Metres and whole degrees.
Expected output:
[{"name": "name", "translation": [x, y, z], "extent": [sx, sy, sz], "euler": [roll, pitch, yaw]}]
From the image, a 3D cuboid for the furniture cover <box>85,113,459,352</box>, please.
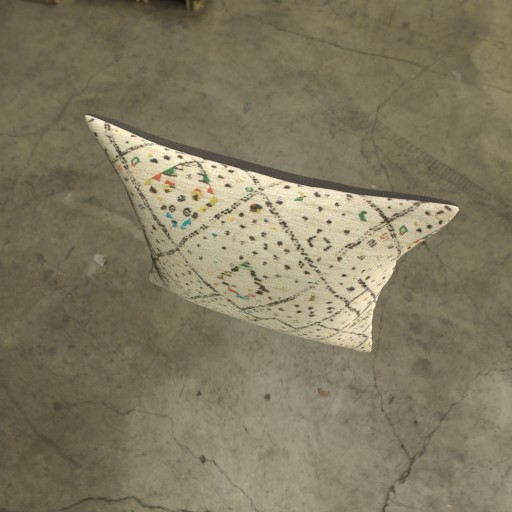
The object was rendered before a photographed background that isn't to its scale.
[{"name": "furniture cover", "translation": [0.000, 0.000, 0.788], "extent": [0.525, 0.498, 0.180], "euler": [17, 60, 10]}]
